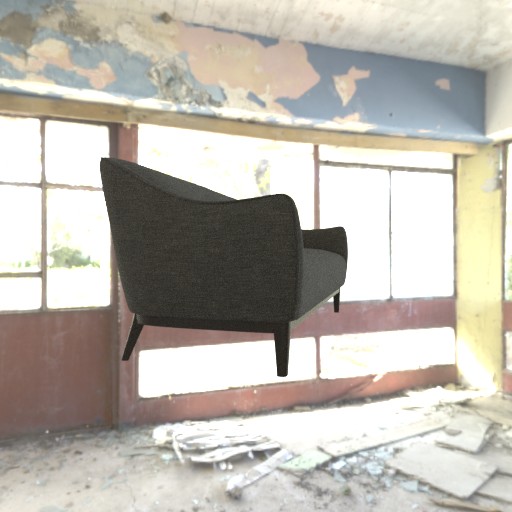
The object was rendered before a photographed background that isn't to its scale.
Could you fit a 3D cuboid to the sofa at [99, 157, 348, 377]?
[{"bbox_3d":[0.000,0.000,2.482,0.867,0.829,1.928,0,0,16],"label":"sofa"}]
